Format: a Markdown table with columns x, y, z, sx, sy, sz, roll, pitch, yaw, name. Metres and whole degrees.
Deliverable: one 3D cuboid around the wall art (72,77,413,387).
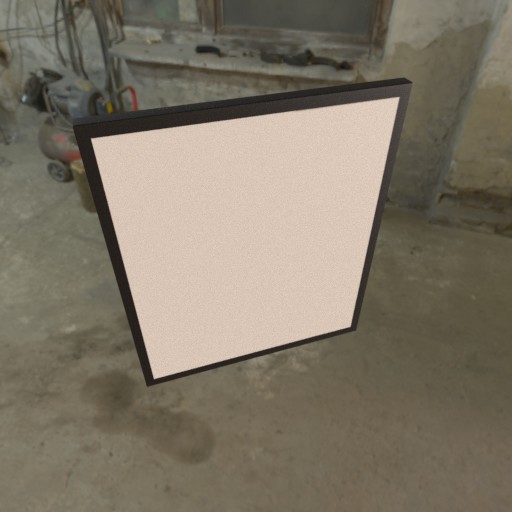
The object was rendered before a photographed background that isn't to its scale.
| x | y | z | sx | sy | sz | roll | pitch | yaw | name |
| --- | --- | --- | --- | --- | --- | --- | --- | --- | --- |
| 0.000 | 0.000 | 0.710 | 0.430 | 0.509 | 0.021 | -12 | 42 | -14 | wall art |
